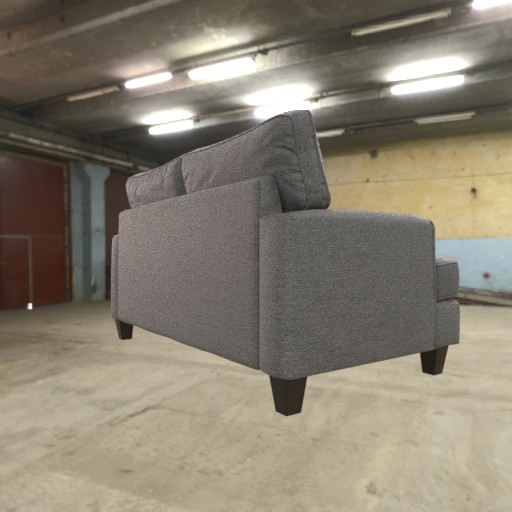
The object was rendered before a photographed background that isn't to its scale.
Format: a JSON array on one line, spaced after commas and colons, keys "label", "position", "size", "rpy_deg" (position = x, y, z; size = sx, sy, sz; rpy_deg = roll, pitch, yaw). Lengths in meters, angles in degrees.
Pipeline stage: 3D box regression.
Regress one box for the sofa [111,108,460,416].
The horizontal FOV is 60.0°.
[{"label": "sofa", "position": [0.000, 0.000, 2.208], "size": [0.965, 0.965, 1.651], "rpy_deg": [0, 0, -35]}]
